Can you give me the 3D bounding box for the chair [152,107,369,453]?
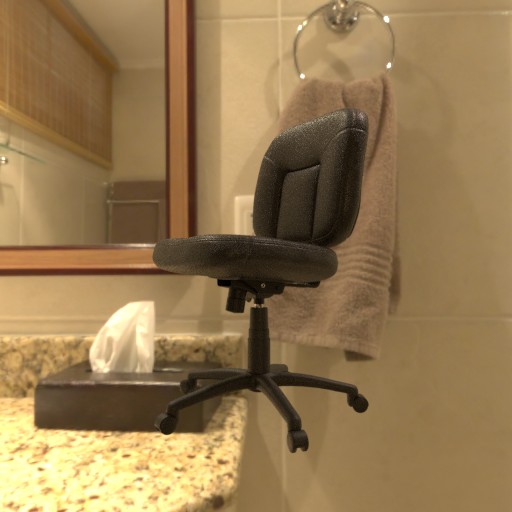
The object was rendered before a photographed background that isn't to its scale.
[{"bbox_3d":[0.000,0.000,1.374,0.646,0.959,0.647,1,-1,-35],"label":"chair"}]
